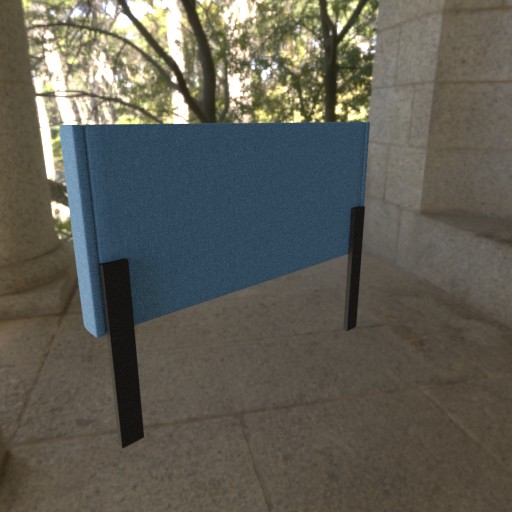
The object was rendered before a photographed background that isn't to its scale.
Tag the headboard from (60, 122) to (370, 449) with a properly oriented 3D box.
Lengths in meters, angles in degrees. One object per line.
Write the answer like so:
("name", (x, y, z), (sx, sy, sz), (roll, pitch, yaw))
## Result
("headboard", (0.000, 0.000, 2.648), (2.051, 1.524, 0.184), (-15, 23, -41))
